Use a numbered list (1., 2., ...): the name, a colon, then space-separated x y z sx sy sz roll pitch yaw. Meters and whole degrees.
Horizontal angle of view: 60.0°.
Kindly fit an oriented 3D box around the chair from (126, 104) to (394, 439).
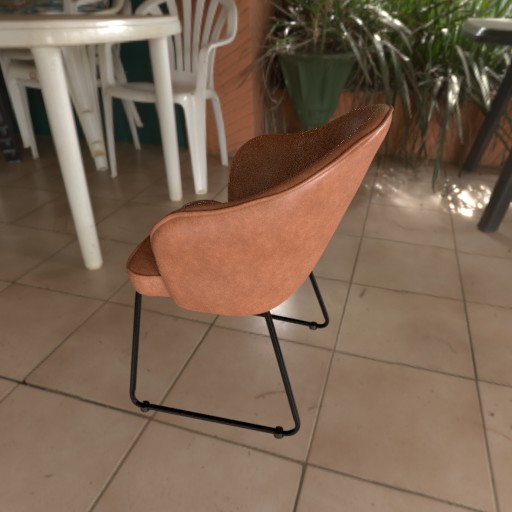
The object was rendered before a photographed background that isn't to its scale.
1. chair: 0.000 0.000 1.162 0.580 0.785 0.582 8 31 14
